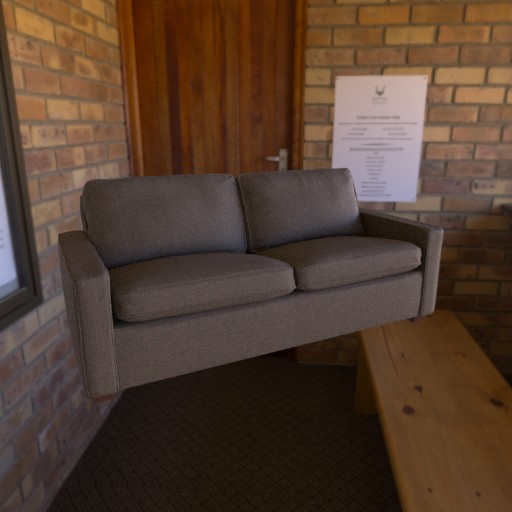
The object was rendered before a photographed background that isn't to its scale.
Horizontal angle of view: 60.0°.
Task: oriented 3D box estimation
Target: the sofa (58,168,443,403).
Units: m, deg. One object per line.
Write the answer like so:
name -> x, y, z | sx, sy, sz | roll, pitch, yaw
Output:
sofa -> 0.000, 0.000, 2.586 | 2.080, 0.919, 0.940 | -8, 18, -25
